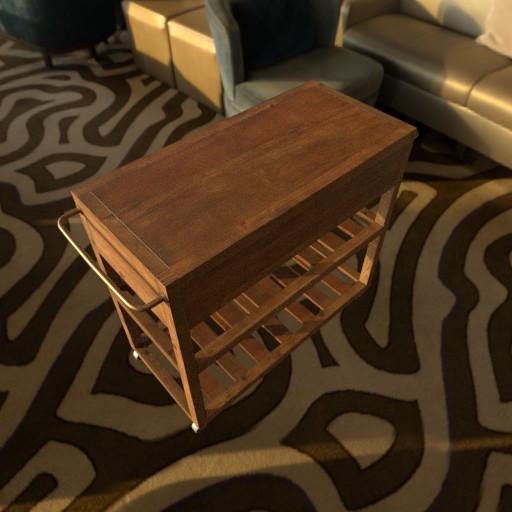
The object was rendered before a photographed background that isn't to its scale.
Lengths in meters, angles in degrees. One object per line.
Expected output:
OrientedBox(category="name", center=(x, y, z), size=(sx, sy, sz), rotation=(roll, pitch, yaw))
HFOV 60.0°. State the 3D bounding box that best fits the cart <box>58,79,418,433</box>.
OrientedBox(category="cart", center=(0.000, 0.000, 1.546), size=(1.065, 0.830, 0.445), rotation=(-34, 56, -27))
